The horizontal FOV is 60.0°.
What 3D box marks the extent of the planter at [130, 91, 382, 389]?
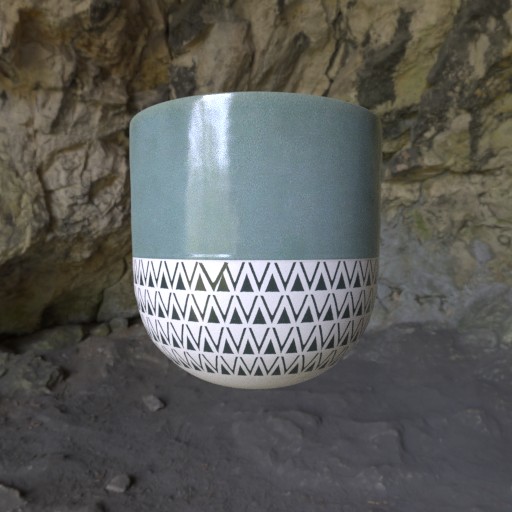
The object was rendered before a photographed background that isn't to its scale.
[{"bbox_3d":[0.000,0.000,0.488,0.266,0.270,0.266,0,2,0],"label":"planter"}]
